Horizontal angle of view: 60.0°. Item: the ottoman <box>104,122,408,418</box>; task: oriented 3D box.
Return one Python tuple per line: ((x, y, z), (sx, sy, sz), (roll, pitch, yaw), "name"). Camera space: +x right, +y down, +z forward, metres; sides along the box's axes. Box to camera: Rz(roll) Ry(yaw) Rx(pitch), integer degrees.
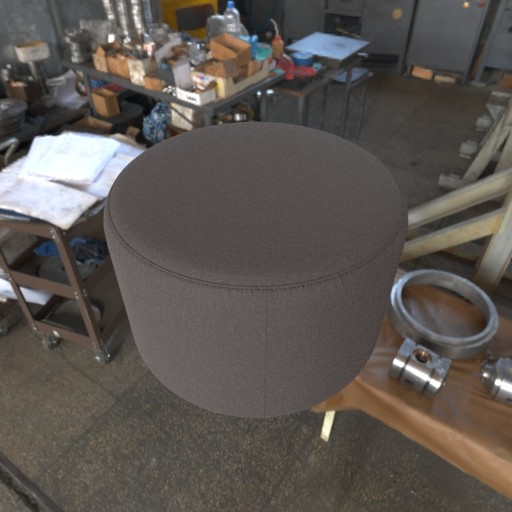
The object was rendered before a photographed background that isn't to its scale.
((0.000, 0.000, 1.010), (0.608, 0.433, 0.608), (0, 41, 0), "ottoman")
